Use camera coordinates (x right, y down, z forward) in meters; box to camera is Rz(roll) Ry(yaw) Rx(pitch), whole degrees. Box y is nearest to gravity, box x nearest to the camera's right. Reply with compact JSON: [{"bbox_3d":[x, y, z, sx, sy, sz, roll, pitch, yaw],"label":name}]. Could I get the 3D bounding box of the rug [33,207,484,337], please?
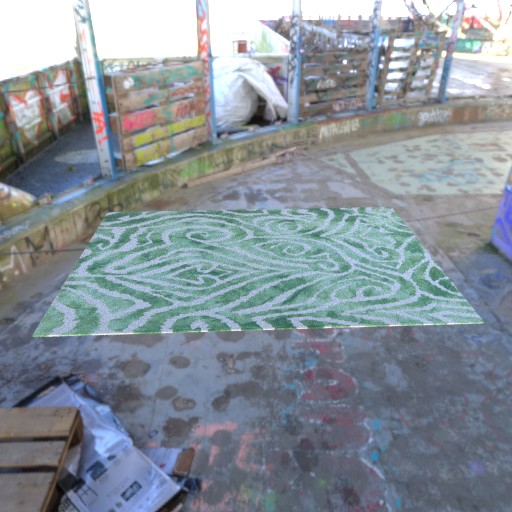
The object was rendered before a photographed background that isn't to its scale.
[{"bbox_3d":[0.000,0.000,2.319,1.826,0.006,1.220,-1,29,-2],"label":"rug"}]
